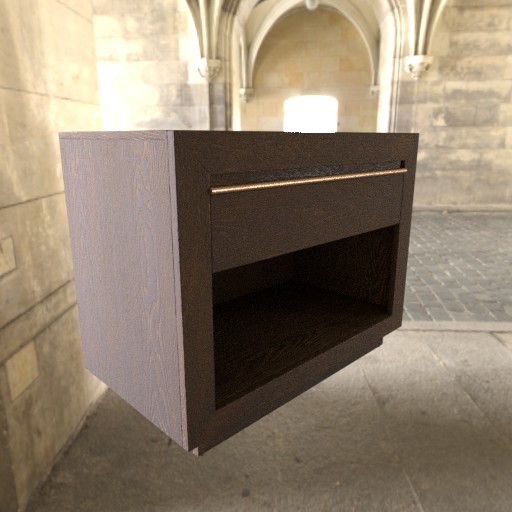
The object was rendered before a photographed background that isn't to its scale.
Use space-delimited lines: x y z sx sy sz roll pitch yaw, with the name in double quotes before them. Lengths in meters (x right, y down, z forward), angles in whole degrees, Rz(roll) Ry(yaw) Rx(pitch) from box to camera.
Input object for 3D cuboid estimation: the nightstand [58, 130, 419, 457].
"nightstand" 0.000 0.000 1.140 0.775 0.612 0.457 -14 21 -43
